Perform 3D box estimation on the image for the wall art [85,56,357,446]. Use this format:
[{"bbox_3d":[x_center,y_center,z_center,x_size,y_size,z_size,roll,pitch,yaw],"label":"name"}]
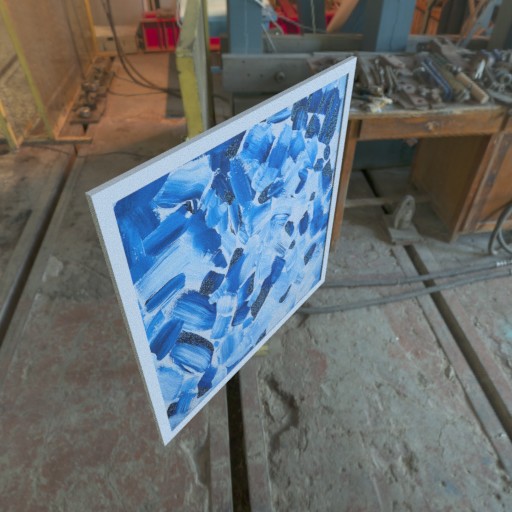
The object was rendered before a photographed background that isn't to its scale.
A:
[{"bbox_3d":[0.000,0.000,1.176,0.015,0.812,0.812,28,49,28],"label":"wall art"}]
